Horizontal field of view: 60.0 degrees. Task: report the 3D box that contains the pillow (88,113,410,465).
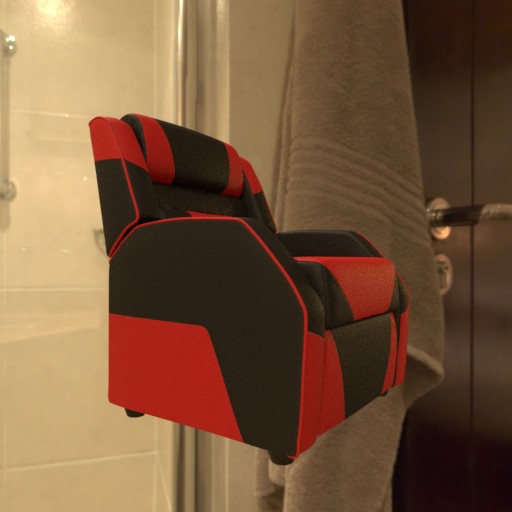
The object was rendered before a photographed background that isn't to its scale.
[{"bbox_3d":[0.000,0.000,1.226,0.672,0.805,0.620,0,-1,36],"label":"pillow"}]
